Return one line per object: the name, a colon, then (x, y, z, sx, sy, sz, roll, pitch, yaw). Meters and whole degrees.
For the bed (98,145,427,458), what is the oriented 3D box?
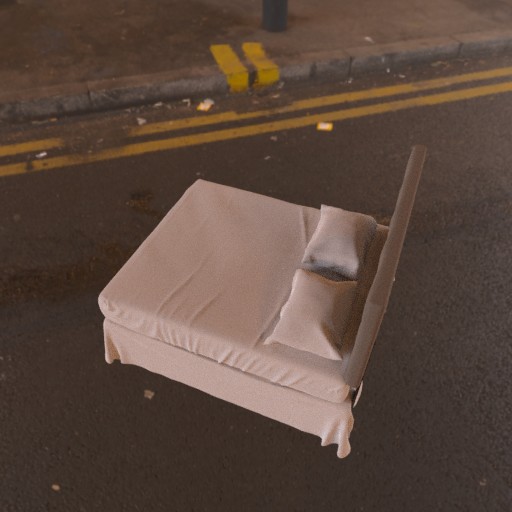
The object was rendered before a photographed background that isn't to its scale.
bed: (0.000, 0.000, 3.549, 2.222, 1.577, 1.936, 16, 48, 15)
